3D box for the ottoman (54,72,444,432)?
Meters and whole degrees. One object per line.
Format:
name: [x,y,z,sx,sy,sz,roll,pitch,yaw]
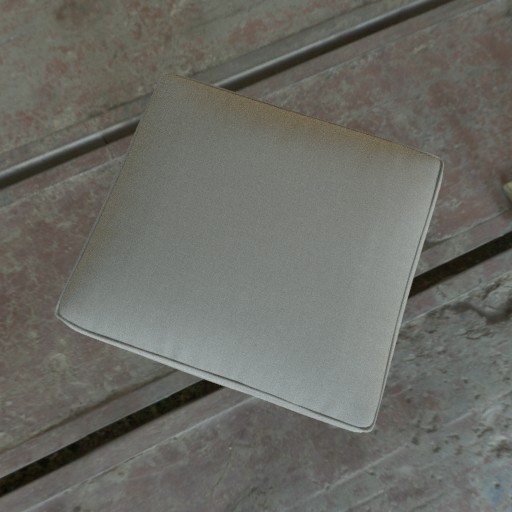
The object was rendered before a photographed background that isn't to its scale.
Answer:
ottoman: [0.000,0.000,1.136,0.716,0.505,0.662,19,77,4]
